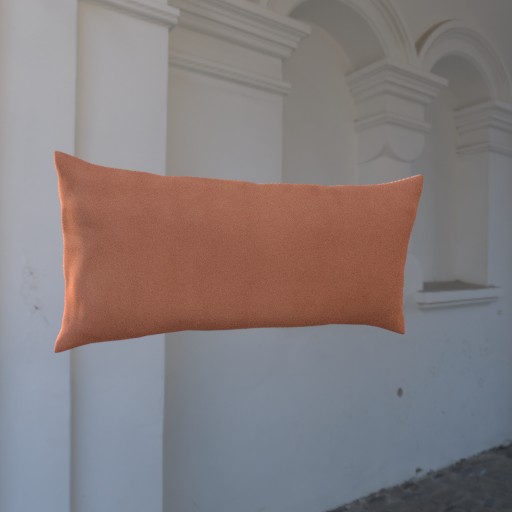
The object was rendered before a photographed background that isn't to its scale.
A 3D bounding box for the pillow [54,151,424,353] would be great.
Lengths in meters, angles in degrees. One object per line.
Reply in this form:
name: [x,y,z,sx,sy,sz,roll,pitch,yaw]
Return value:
pillow: [0.000,0.000,0.725,0.608,0.292,0.156,0,-1,-18]
